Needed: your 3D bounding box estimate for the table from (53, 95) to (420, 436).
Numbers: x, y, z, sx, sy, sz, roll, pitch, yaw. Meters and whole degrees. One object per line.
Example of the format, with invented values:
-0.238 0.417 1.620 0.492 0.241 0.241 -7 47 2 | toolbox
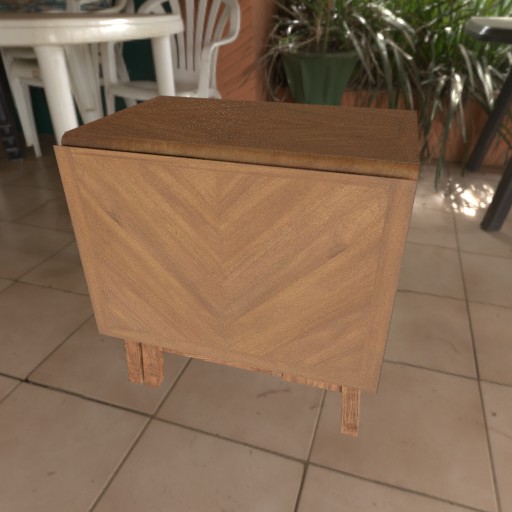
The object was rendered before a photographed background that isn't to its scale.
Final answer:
0.000 0.000 1.635 0.967 0.981 0.701 9 31 14 | table
